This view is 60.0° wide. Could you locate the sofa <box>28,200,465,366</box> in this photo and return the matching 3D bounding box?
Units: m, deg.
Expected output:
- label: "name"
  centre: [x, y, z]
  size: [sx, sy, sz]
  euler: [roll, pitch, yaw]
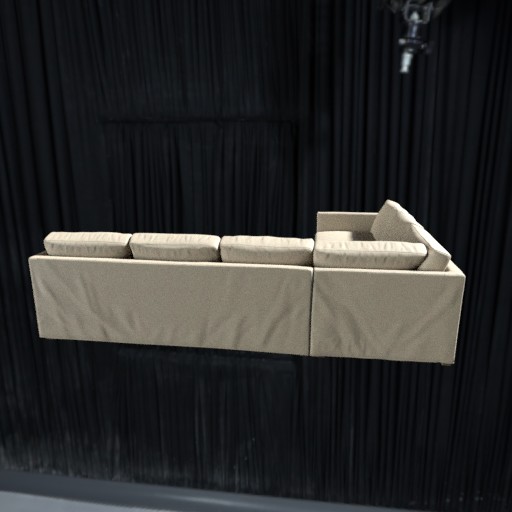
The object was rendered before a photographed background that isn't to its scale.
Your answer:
- label: "sofa"
  centre: [0.000, 0.000, 4.373]
  size: [3.182, 0.871, 2.432]
  euler: [2, 16, 8]
